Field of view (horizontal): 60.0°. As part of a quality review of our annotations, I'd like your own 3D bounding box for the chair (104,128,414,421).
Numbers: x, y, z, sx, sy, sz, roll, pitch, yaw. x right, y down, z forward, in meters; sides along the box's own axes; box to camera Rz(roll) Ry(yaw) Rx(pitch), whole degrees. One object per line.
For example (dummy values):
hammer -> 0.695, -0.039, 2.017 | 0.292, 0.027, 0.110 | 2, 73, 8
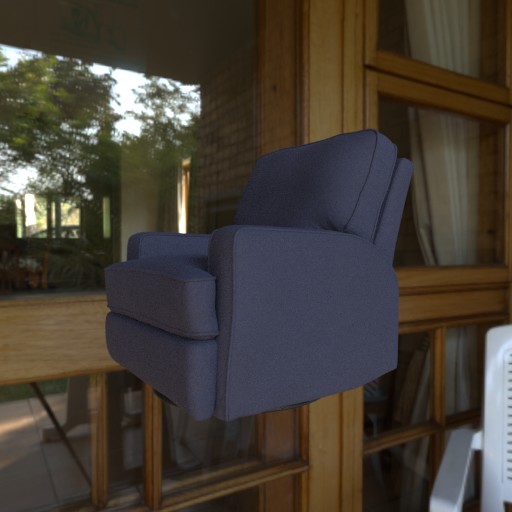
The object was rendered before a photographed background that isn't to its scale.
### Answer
chair -> 0.000, 0.000, 1.718 | 0.964, 0.962, 0.861 | -1, 1, -35
